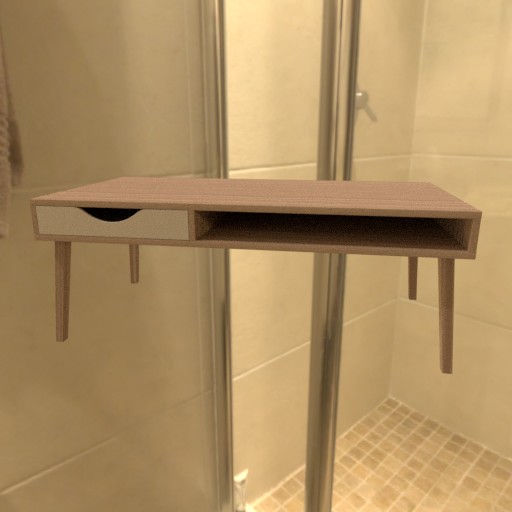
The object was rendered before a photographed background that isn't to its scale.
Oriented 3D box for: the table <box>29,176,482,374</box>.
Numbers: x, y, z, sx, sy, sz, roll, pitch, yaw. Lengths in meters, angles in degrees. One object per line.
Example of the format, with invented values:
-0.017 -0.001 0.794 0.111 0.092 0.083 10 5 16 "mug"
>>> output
0.000 0.000 1.503 1.200 0.450 0.600 3 16 9 "table"
